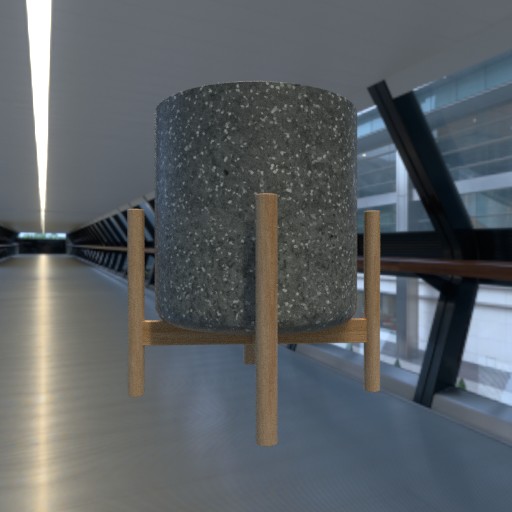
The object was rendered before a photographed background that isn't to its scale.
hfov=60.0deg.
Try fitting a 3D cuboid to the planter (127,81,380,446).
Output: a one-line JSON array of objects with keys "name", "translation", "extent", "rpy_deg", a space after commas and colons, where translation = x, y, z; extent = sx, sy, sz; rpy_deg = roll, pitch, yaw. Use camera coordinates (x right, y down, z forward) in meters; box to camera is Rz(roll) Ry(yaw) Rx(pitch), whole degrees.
[{"name": "planter", "translation": [0.000, 0.000, 0.681], "extent": [0.360, 0.419, 0.360], "rpy_deg": [0, 0, 19]}]
